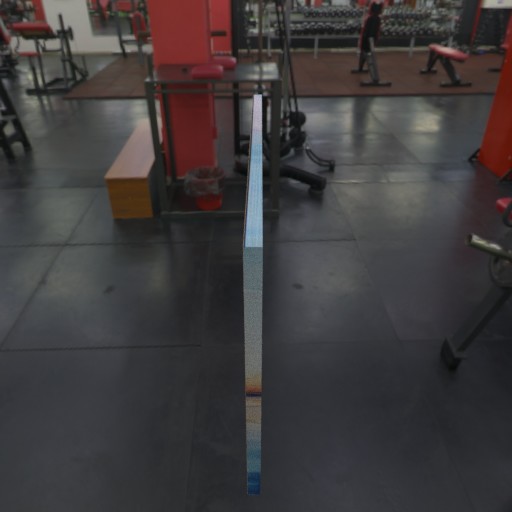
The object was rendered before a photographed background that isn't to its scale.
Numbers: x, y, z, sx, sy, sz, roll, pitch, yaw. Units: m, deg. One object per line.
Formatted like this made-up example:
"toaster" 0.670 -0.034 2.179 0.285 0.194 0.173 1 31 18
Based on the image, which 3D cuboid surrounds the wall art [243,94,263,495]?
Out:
"wall art" 0.000 0.000 1.435 0.034 0.756 1.137 0 32 0
